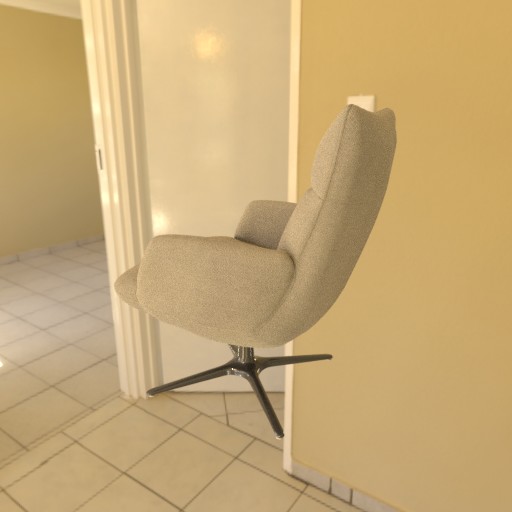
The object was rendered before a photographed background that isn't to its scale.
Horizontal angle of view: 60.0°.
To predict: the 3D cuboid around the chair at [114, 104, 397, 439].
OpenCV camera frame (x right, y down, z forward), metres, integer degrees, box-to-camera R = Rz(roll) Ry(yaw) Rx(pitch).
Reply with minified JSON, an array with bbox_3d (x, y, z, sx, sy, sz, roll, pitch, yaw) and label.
[{"bbox_3d":[0.000,0.000,1.597,0.889,1.016,0.711,8,19,25],"label":"chair"}]
